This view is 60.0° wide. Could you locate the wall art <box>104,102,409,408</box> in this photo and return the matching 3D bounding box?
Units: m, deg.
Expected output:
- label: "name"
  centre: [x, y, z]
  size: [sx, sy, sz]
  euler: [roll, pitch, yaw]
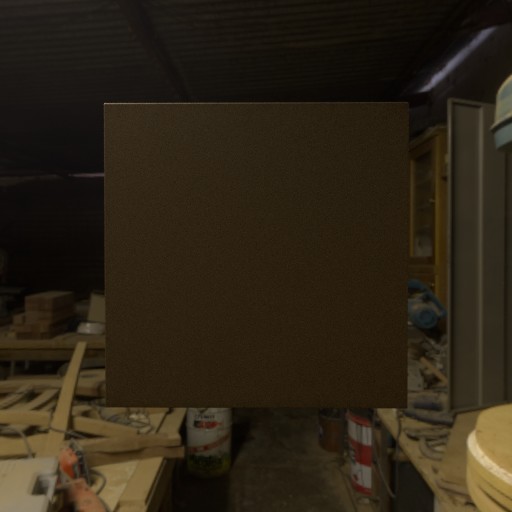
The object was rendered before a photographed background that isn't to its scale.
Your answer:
- label: "wall art"
  centre: [0.000, 0.000, 0.749]
  size: [0.503, 0.506, 0.030]
  euler: [0, 1, 1]
